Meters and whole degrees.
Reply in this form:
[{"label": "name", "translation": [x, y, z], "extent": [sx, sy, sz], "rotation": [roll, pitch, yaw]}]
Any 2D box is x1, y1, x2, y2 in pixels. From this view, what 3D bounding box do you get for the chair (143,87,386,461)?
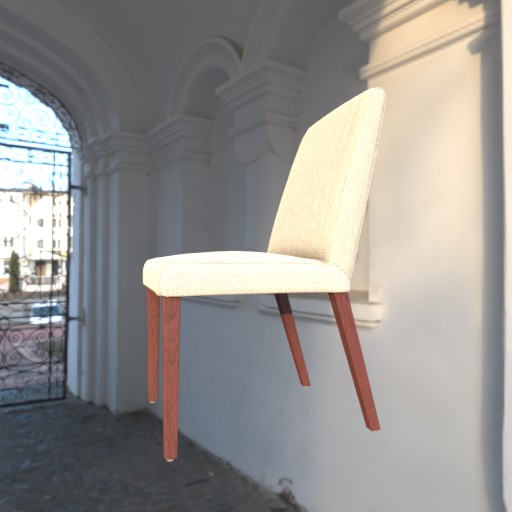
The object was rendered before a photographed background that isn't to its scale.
[{"label": "chair", "translation": [0.000, 0.000, 1.257], "extent": [0.594, 0.900, 0.480], "rotation": [0, 0, -18]}]
